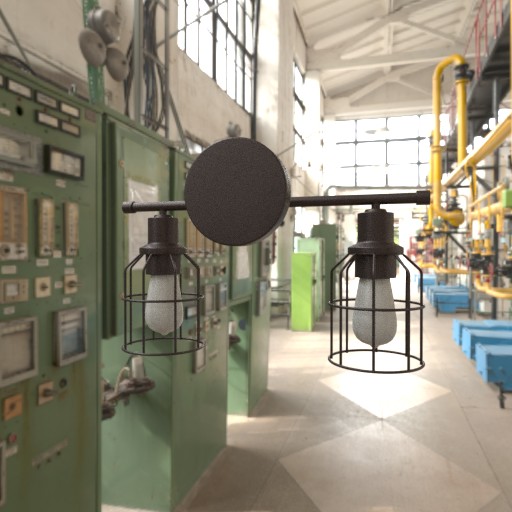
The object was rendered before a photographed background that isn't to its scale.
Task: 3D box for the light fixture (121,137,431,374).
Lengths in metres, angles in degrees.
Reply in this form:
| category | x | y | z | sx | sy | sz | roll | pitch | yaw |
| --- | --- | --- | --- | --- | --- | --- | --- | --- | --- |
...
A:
| category | x | y | z | sx | sy | sz | roll | pitch | yaw |
| --- | --- | --- | --- | --- | --- | --- | --- | --- | --- |
| light fixture | 0.000 | 0.000 | 0.549 | 0.406 | 0.254 | 0.165 | 0 | 1 | 17 |
